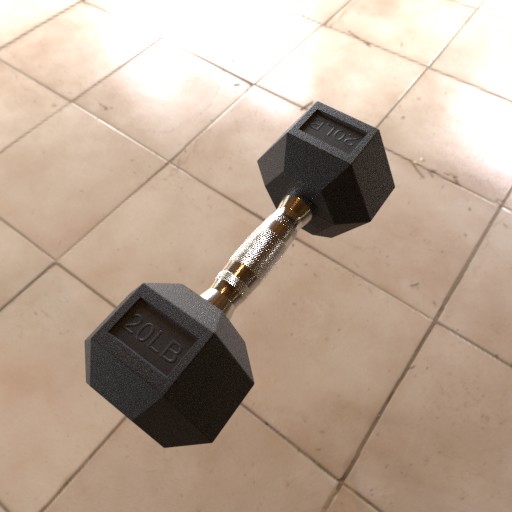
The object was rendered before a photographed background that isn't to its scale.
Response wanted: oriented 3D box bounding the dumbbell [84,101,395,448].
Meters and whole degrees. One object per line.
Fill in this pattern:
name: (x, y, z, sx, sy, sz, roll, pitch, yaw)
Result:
dumbbell: (0.000, 0.000, 0.352, 0.116, 0.101, 0.297, 32, 64, 17)
